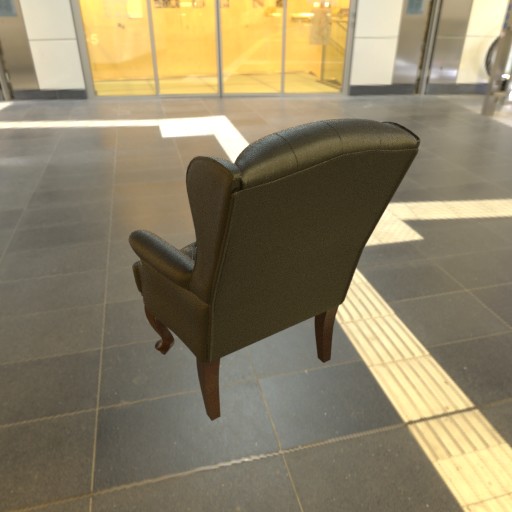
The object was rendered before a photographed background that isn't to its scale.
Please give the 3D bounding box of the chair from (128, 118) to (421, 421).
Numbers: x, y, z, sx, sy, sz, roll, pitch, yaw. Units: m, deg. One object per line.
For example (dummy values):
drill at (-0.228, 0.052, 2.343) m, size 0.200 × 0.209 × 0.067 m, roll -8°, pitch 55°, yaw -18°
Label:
chair at (0.000, 0.000, 1.696) m, size 0.831 × 1.133 × 0.822 m, roll -18°, pitch 34°, yaw -29°
